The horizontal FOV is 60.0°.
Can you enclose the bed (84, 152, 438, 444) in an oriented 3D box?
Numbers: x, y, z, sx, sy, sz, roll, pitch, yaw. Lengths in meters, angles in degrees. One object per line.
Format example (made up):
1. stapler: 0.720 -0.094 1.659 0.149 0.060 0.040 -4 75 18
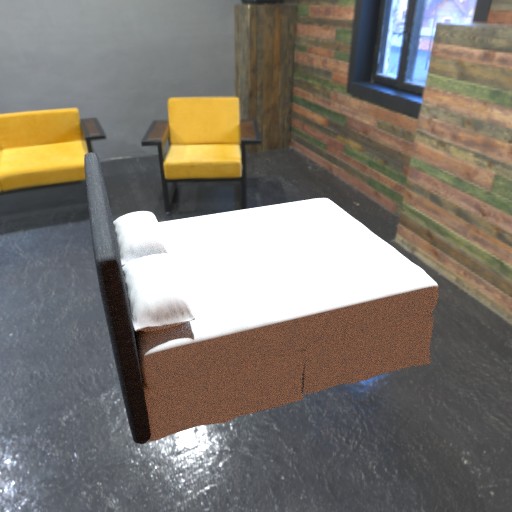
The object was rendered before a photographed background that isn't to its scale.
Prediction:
1. bed: 0.000 0.000 3.248 2.142 1.330 1.723 -11 32 -17
